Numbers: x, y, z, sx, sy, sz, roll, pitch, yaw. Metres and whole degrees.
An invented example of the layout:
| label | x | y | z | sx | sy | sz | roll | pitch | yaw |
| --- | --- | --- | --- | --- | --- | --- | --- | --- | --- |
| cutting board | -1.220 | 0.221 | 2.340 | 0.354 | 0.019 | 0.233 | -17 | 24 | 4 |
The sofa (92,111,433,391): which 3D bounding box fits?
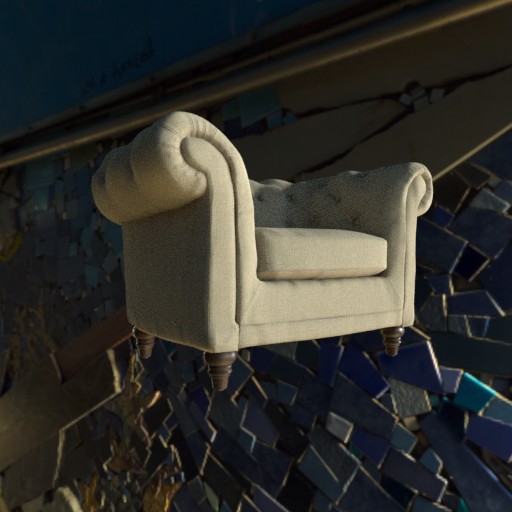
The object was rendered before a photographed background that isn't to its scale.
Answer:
| label | x | y | z | sx | sy | sz | roll | pitch | yaw |
| --- | --- | --- | --- | --- | --- | --- | --- | --- | --- |
| sofa | 0.000 | 0.000 | 2.030 | 1.405 | 0.878 | 1.034 | 0 | 0 | -35 |
